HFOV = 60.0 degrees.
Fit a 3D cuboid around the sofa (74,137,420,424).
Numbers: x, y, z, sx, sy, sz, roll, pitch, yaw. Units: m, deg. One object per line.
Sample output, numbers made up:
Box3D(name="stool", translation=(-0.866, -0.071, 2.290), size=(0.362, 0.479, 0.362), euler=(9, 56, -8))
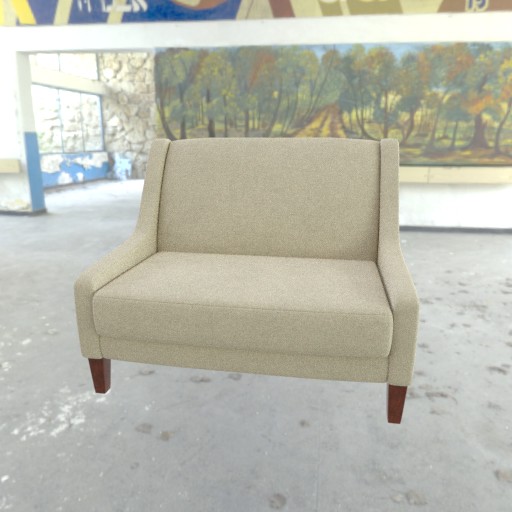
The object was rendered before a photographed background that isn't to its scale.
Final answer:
Box3D(name="sofa", translation=(0.000, 0.000, 1.890), size=(1.212, 0.976, 0.946), euler=(3, 15, 10))
